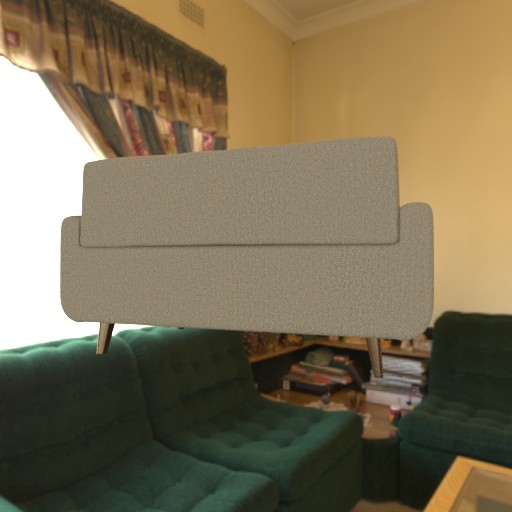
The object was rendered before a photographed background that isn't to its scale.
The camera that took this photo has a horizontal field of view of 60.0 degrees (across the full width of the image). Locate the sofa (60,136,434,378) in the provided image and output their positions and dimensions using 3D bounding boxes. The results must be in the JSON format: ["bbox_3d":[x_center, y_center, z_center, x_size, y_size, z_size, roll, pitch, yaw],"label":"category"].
[{"bbox_3d":[0.000,0.000,2.276,1.651,0.925,0.952,0,0,19],"label":"sofa"}]
